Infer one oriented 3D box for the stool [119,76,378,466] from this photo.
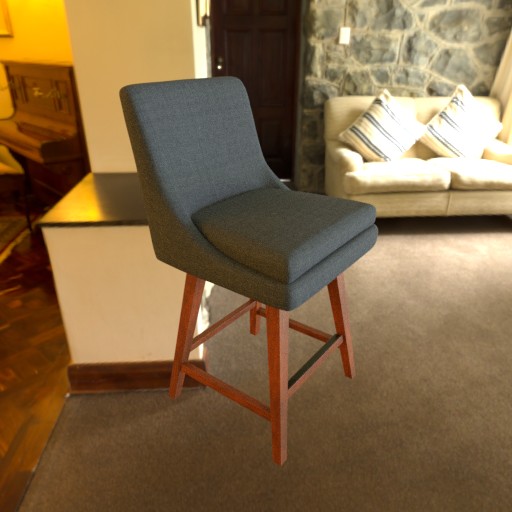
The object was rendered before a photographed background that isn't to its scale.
[{"bbox_3d":[0.000,0.000,1.230,0.524,0.895,0.467,18,31,33],"label":"stool"}]
